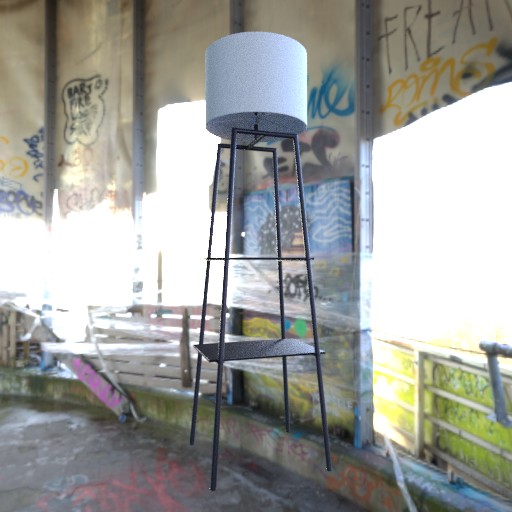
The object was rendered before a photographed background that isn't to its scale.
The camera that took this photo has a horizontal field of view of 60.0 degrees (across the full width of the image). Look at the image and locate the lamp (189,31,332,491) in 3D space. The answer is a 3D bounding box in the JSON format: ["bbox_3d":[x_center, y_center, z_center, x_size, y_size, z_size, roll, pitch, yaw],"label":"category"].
[{"bbox_3d":[0.000,0.000,1.636,0.427,1.474,0.384,0,-1,-19],"label":"lamp"}]
